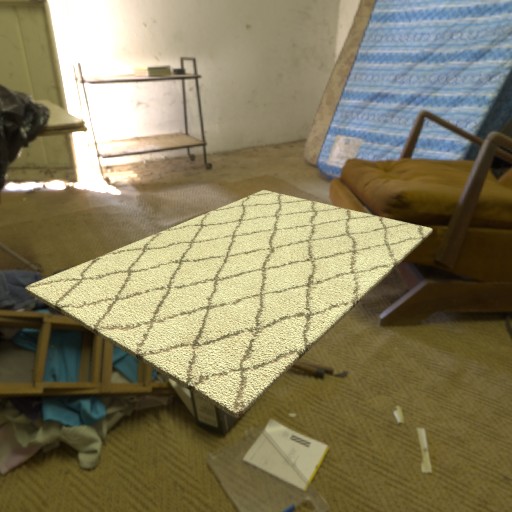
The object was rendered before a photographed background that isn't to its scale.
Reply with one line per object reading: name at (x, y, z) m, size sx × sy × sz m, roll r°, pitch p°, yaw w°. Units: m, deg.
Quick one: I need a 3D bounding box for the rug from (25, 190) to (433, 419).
rug at (0.000, 0.000, 2.257) m, size 1.219 × 0.030 × 1.778 m, roll 18°, pitch 31°, yaw 33°
